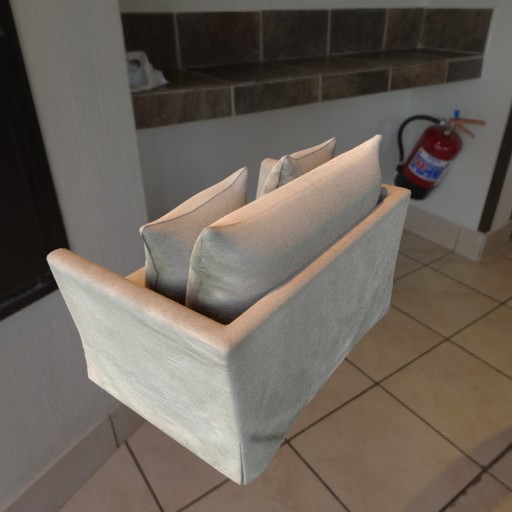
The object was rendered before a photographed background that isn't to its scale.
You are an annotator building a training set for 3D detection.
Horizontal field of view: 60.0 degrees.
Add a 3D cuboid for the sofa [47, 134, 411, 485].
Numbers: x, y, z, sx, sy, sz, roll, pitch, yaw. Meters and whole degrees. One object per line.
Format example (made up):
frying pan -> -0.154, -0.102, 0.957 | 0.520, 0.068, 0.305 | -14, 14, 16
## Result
sofa -> 0.000, 0.000, 2.232 | 1.035, 1.040, 1.608 | 20, 35, 31
